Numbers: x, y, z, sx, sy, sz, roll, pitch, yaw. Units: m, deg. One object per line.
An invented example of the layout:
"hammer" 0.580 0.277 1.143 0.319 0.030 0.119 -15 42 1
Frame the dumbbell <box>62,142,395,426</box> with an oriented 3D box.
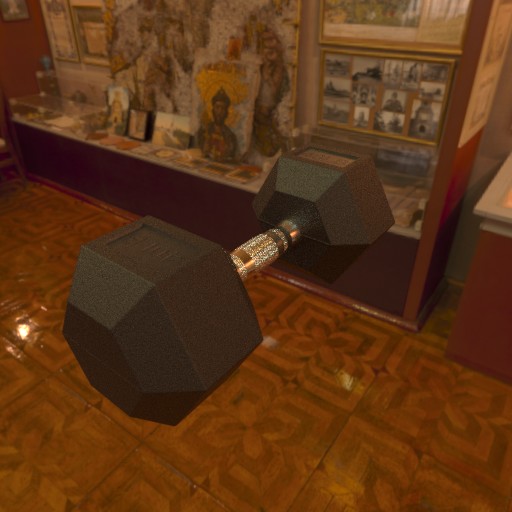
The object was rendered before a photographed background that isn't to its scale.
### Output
"dumbbell" 0.000 0.000 0.436 0.157 0.137 0.361 22 38 32
